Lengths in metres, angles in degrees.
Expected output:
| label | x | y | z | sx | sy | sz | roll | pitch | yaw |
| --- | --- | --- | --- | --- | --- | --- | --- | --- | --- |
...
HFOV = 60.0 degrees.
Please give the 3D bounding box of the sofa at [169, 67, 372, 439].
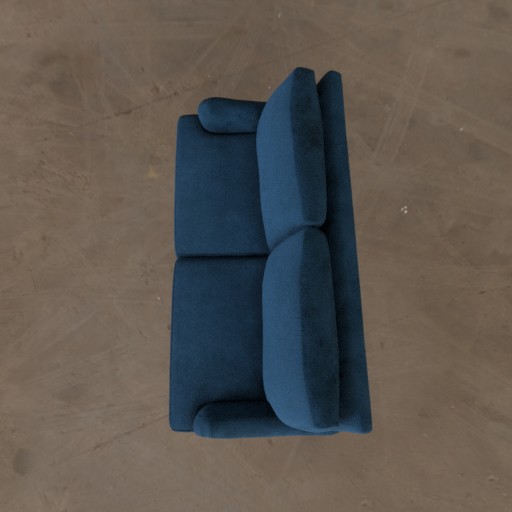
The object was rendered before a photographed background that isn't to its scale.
| label | x | y | z | sx | sy | sz | roll | pitch | yaw |
| --- | --- | --- | --- | --- | --- | --- | --- | --- | --- |
| sofa | 0.000 | 0.000 | 2.834 | 1.084 | 1.101 | 2.141 | -1 | 74 | 0 |
